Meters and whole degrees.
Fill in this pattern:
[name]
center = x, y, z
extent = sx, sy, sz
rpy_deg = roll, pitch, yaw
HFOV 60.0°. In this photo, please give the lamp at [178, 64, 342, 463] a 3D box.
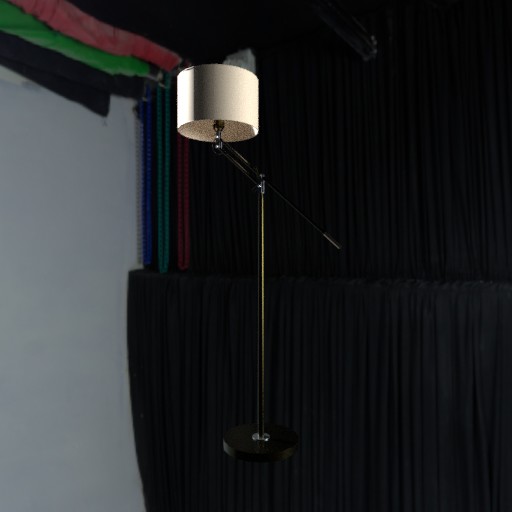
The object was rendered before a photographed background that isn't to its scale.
[lamp]
center = 0.000, 0.000, 1.931
extent = 0.809, 1.635, 0.373
rpy_deg = 0, 0, 36
